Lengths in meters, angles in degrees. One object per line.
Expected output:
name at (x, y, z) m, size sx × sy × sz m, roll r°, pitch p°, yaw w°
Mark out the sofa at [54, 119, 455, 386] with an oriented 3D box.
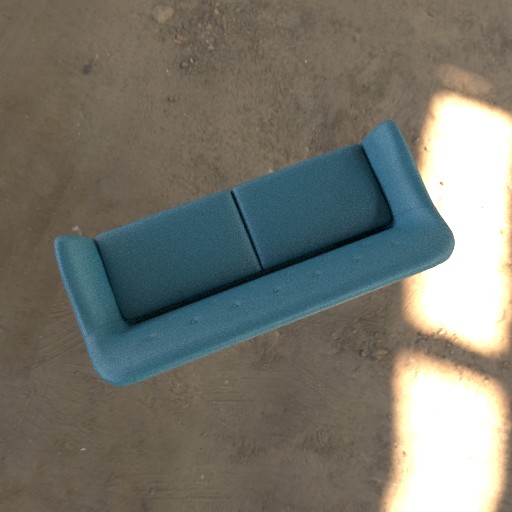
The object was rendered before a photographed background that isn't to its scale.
sofa at (0.000, 0.000, 2.311) m, size 1.840 × 0.836 × 0.820 m, roll -20°, pitch 77°, yaw -5°
